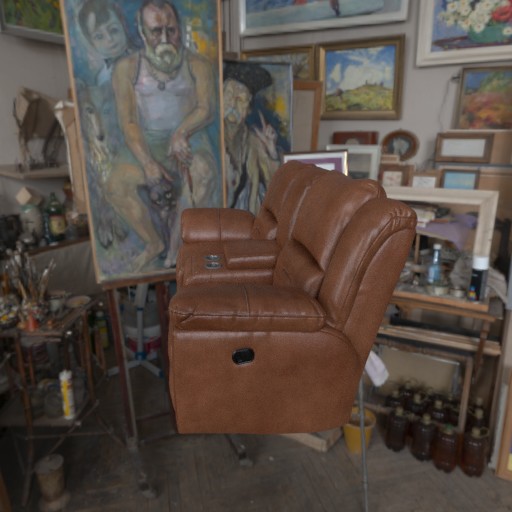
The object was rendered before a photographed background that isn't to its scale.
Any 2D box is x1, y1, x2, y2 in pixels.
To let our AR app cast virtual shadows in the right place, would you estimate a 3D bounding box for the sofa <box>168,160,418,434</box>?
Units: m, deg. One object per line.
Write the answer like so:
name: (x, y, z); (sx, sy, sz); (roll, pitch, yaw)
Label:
sofa: (0.000, 0.000, 2.620); (0.991, 1.043, 2.058); (-2, 16, -8)
